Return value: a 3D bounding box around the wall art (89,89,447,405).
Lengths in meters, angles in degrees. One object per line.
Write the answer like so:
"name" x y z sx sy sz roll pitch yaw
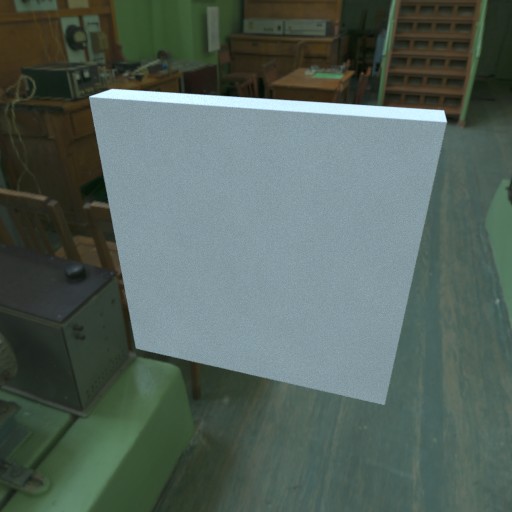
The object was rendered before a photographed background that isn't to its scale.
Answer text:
"wall art" 0.000 0.000 0.457 0.305 0.305 0.038 9 32 14
